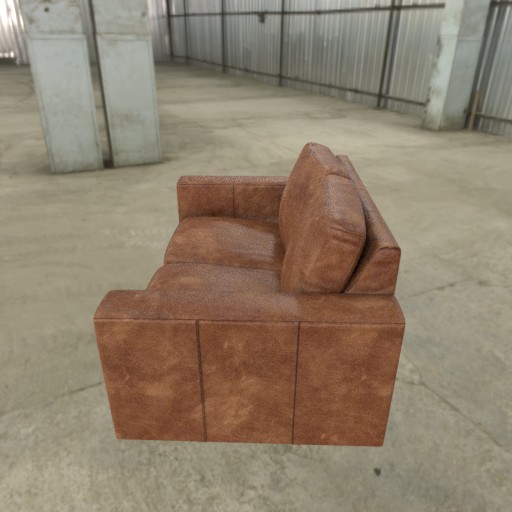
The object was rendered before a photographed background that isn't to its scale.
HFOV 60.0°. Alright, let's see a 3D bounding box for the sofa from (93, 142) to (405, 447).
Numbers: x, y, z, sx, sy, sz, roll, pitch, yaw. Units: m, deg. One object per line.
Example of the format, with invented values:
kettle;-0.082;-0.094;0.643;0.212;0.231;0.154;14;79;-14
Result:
sofa;0.000;0.000;2.239;1.041;0.889;1.626;1;27;2
